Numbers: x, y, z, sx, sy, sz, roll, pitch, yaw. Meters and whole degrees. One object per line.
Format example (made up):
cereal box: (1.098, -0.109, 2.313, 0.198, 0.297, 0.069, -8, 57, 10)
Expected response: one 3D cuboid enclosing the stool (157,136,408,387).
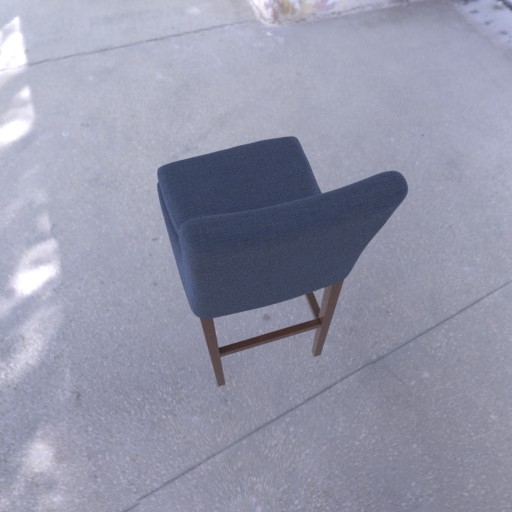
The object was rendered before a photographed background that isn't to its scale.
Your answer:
stool: (0.000, 0.000, 1.331, 0.470, 1.078, 0.577, -15, 59, -9)
